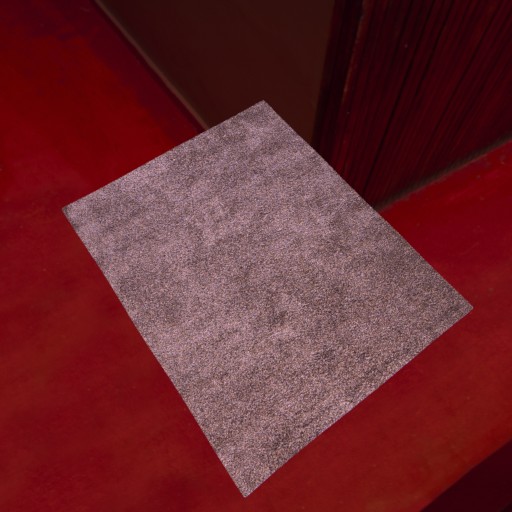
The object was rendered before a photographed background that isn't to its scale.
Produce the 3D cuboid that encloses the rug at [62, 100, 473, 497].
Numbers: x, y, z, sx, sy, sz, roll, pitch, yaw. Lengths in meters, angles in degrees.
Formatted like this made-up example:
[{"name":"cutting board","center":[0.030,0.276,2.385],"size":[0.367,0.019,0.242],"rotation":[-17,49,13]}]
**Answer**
[{"name":"rug","center":[0.000,0.000,4.003],"size":[2.401,0.025,3.000],"rotation":[-33,68,-16]}]
